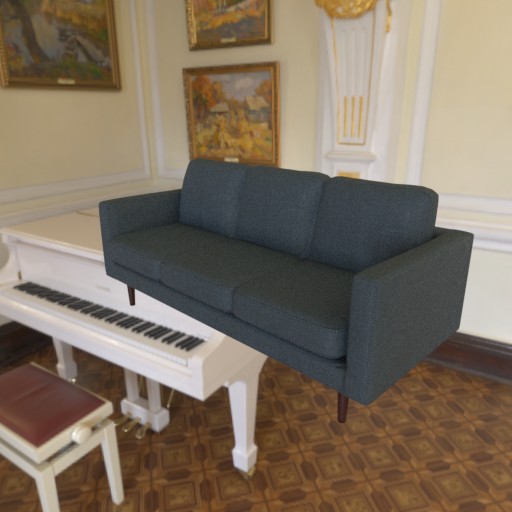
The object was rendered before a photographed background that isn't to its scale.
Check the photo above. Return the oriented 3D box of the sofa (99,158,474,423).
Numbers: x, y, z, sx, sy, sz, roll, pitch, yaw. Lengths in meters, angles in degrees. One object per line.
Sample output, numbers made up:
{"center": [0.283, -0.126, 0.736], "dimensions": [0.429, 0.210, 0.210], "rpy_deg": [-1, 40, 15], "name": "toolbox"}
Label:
{"center": [0.000, 0.000, 2.540], "dimensions": [2.013, 0.945, 0.935], "rpy_deg": [17, 25, 42], "name": "sofa"}
